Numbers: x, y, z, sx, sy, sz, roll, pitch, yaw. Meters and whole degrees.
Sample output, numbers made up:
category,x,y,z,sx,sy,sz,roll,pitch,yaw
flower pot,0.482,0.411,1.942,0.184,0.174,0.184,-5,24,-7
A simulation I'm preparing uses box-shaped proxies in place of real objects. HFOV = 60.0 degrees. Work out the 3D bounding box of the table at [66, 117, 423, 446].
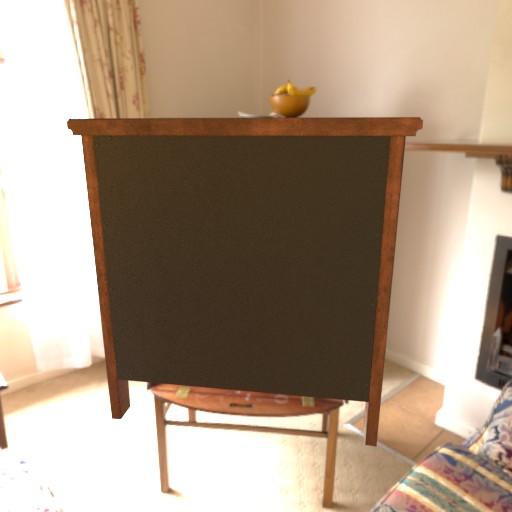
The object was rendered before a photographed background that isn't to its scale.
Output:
category,x,y,z,sx,sy,sz,roll,pitch,yaw
table,0.000,0.000,1.014,0.586,0.597,0.461,2,16,9
